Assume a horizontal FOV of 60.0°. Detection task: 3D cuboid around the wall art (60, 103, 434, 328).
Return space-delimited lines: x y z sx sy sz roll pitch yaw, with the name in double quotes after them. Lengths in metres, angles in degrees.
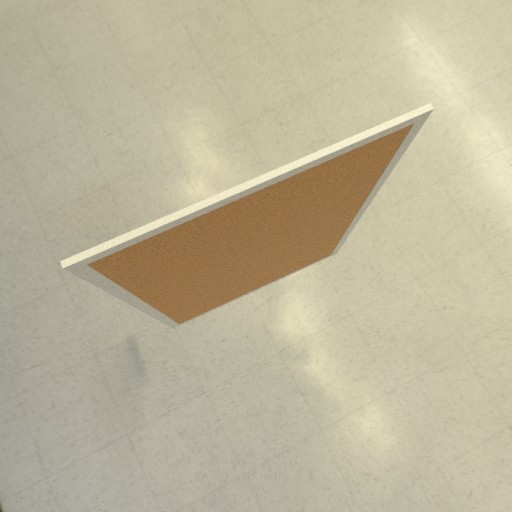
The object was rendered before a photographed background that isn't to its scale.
0.000 0.000 1.170 0.659 0.940 0.013 -24 76 -6 "wall art"
